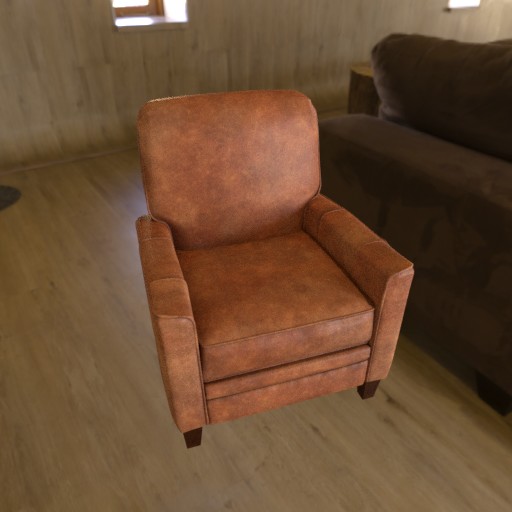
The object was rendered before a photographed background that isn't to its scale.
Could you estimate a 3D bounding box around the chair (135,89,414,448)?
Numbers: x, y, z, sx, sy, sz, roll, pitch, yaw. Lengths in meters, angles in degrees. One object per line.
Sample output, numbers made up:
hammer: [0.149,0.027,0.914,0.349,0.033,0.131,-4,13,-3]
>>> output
chair: [0.000,0.000,1.686,0.843,1.043,0.836,-10,34,-15]
